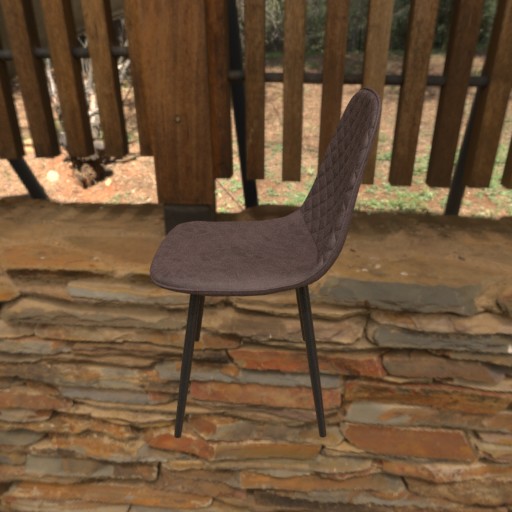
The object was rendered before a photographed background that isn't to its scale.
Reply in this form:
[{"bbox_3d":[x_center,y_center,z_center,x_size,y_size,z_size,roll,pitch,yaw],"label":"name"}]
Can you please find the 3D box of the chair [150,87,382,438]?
[{"bbox_3d":[0.000,0.000,1.249,0.561,0.889,0.472,0,24,0],"label":"chair"}]
